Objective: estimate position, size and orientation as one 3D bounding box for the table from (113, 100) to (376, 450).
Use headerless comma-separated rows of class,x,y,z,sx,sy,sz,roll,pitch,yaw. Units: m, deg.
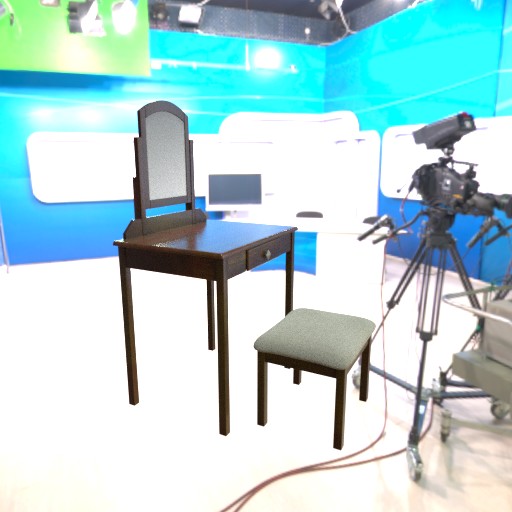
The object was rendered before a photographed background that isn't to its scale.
table,0.000,0.000,2.359,1.211,1.631,0.876,7,14,27
